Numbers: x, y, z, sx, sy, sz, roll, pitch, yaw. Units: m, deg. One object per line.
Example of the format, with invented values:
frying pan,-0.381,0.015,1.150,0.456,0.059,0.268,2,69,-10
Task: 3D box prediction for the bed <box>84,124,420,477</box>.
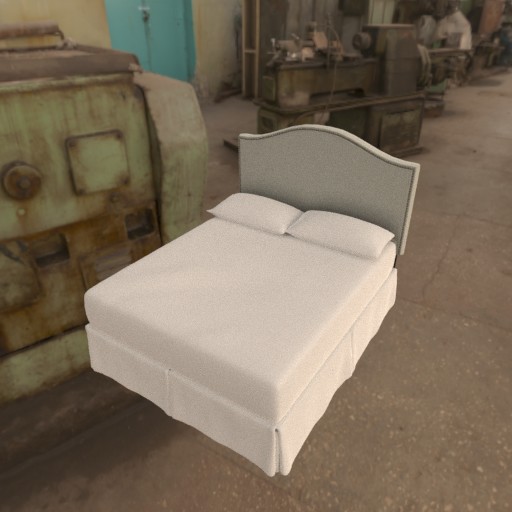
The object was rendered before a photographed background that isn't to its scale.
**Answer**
bed,0.000,0.000,3.481,1.813,1.607,2.180,18,35,29
